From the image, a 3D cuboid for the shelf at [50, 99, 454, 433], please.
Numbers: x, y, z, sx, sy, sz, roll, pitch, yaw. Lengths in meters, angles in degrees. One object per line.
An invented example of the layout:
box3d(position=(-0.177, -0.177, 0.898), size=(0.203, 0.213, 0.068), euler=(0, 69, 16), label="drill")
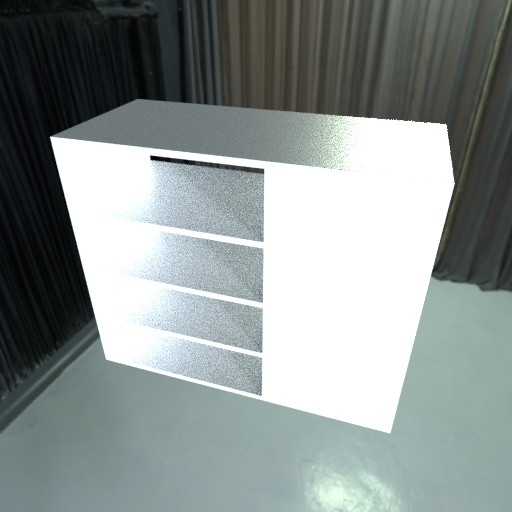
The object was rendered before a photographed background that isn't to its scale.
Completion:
box3d(position=(0.000, 0.000, 1.286), size=(0.895, 0.732, 0.396), euler=(10, 34, 15), label="shelf")
